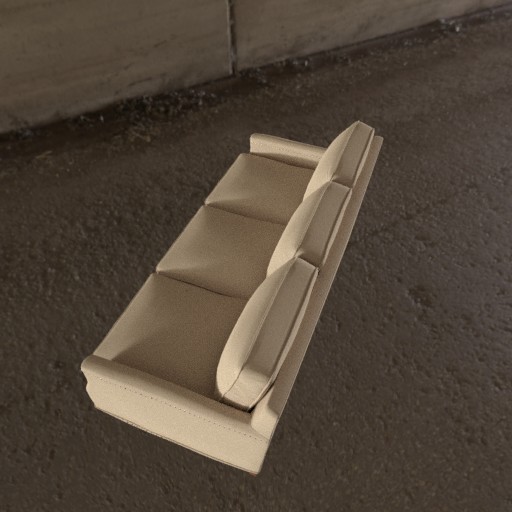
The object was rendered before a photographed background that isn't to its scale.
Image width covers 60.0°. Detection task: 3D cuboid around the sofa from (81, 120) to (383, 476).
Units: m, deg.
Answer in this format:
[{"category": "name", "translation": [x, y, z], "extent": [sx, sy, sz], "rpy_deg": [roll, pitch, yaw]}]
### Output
[{"category": "sofa", "translation": [0.000, 0.000, 2.804], "extent": [1.084, 1.003, 2.246], "rpy_deg": [16, 49, 15]}]
